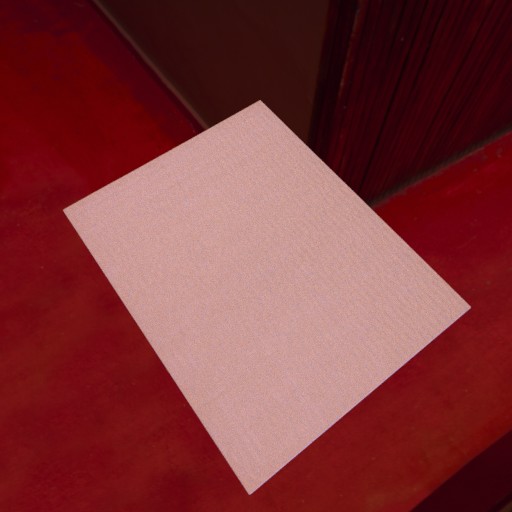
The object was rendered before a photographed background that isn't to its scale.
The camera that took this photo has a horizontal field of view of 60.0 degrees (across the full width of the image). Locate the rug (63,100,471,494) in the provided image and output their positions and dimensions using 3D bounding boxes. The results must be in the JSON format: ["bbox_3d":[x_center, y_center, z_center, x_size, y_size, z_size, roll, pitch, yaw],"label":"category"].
[{"bbox_3d":[0.000,0.000,4.092,2.410,0.021,3.055,-34,68,-15],"label":"rug"}]
